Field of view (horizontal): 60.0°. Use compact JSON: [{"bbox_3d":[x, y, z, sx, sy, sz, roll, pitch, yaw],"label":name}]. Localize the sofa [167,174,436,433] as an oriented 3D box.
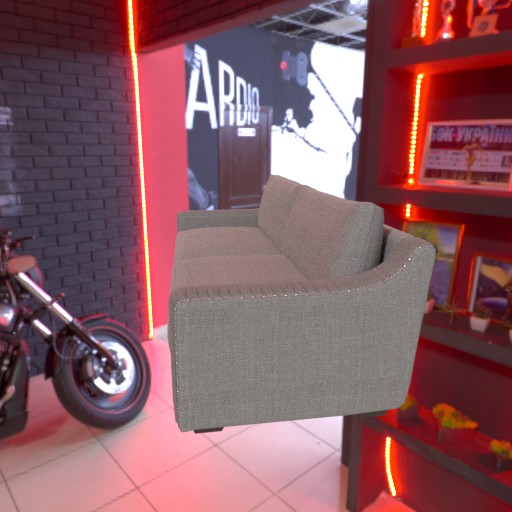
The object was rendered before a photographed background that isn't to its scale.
[{"bbox_3d":[0.000,0.000,2.664,1.000,0.857,2.208,-2,14,-9],"label":"sofa"}]
